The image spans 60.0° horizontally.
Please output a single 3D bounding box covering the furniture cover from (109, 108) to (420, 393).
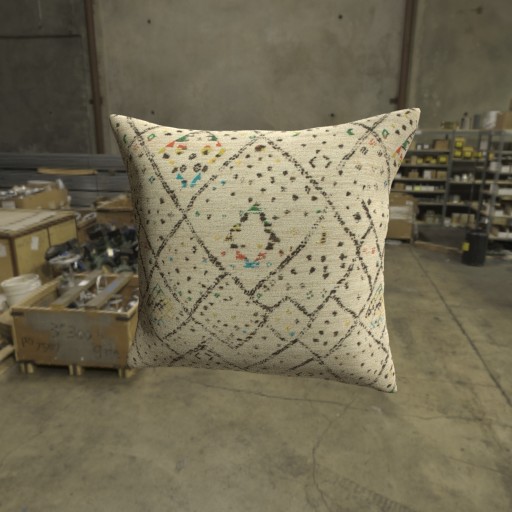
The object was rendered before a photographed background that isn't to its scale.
[{"bbox_3d":[0.000,0.000,0.793,0.525,0.498,0.180,2,16,9],"label":"furniture cover"}]
